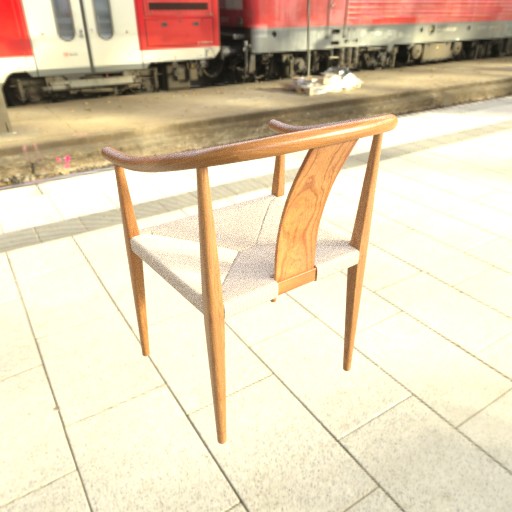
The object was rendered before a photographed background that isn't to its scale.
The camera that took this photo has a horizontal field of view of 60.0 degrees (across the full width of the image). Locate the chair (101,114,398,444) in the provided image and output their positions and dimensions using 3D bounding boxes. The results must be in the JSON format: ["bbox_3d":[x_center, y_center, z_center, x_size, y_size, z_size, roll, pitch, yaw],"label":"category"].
[{"bbox_3d":[0.000,0.000,1.182,0.556,0.800,0.579,-19,35,-30],"label":"chair"}]
